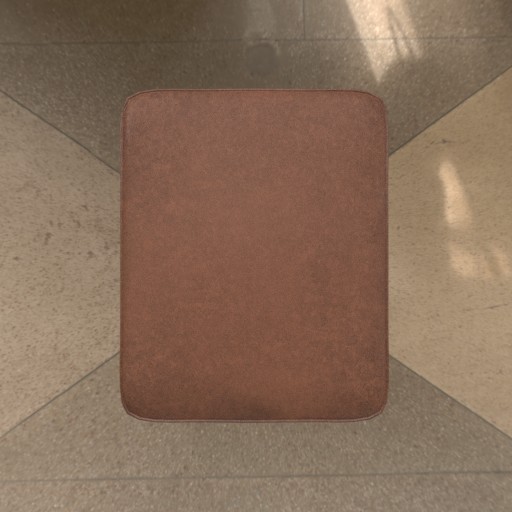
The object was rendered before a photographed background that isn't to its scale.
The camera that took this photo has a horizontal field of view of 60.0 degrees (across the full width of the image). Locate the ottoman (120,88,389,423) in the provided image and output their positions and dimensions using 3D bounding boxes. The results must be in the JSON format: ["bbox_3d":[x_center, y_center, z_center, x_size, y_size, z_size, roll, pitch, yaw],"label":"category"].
[{"bbox_3d":[0.000,0.000,1.143,0.589,0.537,0.738,0,90,0],"label":"ottoman"}]
